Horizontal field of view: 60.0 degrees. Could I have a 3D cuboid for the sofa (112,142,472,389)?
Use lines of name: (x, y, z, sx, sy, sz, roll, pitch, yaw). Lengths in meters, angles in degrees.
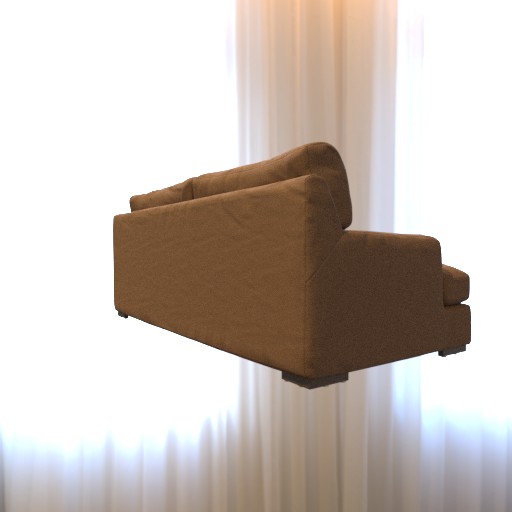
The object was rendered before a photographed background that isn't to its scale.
sofa: (0.000, 0.000, 2.812, 1.140, 0.950, 2.274, -1, 1, -35)
